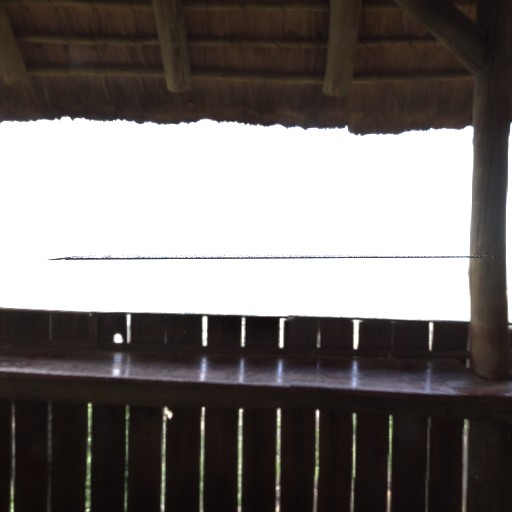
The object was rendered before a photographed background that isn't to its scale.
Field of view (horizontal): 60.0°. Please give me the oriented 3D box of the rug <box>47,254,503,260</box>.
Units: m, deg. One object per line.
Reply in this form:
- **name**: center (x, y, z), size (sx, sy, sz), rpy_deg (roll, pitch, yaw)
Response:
- **rug**: center (0.000, 0.000, 3.717), size (2.910, 0.013, 2.256), rpy_deg (0, 1, -18)
